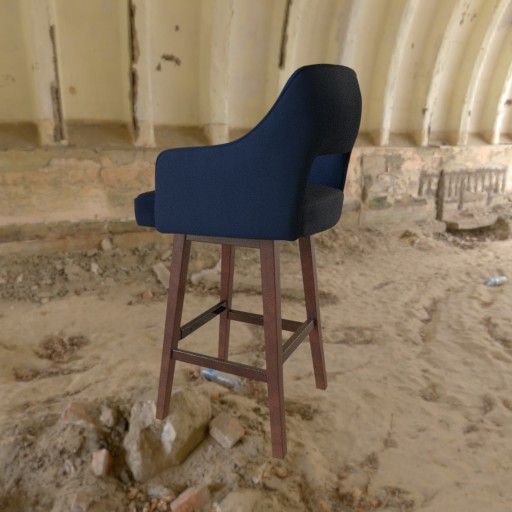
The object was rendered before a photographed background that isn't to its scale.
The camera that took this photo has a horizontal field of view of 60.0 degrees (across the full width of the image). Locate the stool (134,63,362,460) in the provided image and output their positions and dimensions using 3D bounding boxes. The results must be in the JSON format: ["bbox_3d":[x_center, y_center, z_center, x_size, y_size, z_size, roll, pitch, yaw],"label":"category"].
[{"bbox_3d":[0.000,0.000,1.364,0.560,1.041,0.550,7,16,25],"label":"stool"}]
